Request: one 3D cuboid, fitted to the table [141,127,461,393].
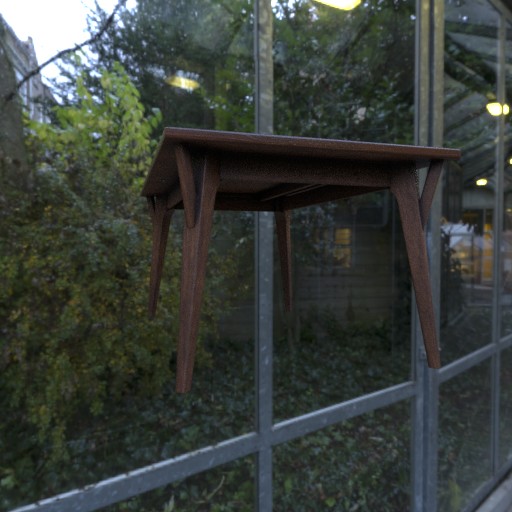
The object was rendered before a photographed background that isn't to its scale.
[{"bbox_3d":[0.000,0.000,2.099,0.990,0.761,1.524,0,1,-17],"label":"table"}]
